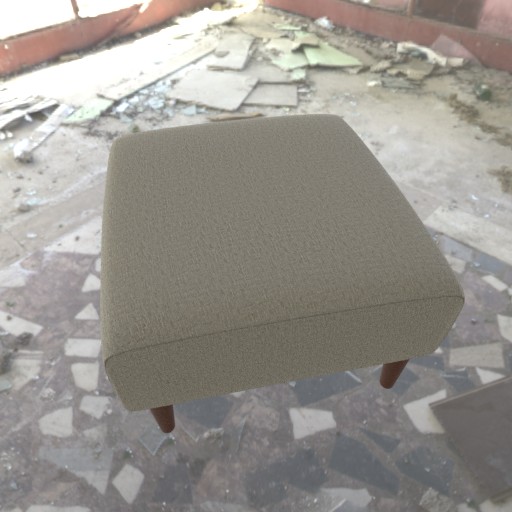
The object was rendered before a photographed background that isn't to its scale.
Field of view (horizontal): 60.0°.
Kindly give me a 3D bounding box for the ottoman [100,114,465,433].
[{"bbox_3d":[0.000,0.000,1.047,0.648,0.399,0.655,-8,45,-8],"label":"ottoman"}]
